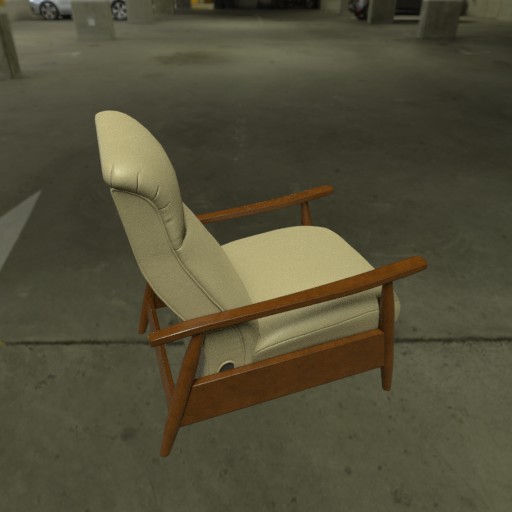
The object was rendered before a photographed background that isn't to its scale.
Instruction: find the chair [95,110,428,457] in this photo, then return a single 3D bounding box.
[{"bbox_3d":[0.000,0.000,1.745,1.014,1.082,0.762,-10,33,-16],"label":"chair"}]
